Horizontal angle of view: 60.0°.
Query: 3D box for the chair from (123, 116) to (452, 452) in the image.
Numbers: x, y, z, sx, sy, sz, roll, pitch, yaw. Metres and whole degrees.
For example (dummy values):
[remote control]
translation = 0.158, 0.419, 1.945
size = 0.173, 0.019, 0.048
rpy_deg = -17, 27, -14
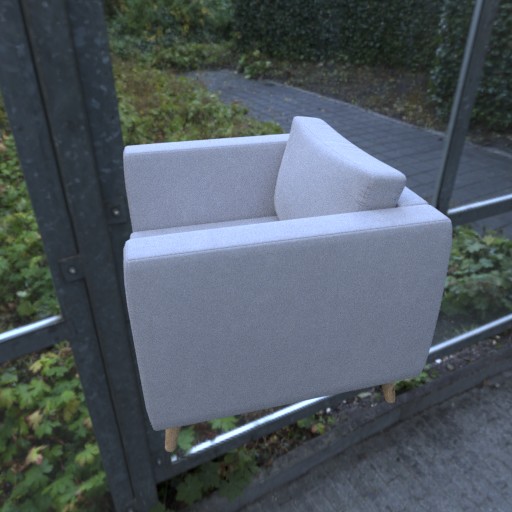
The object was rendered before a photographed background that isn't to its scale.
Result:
[chair]
translation = 0.000, 0.000, 1.685
size = 0.930, 0.860, 1.000
rpy_deg = -8, 32, -12
